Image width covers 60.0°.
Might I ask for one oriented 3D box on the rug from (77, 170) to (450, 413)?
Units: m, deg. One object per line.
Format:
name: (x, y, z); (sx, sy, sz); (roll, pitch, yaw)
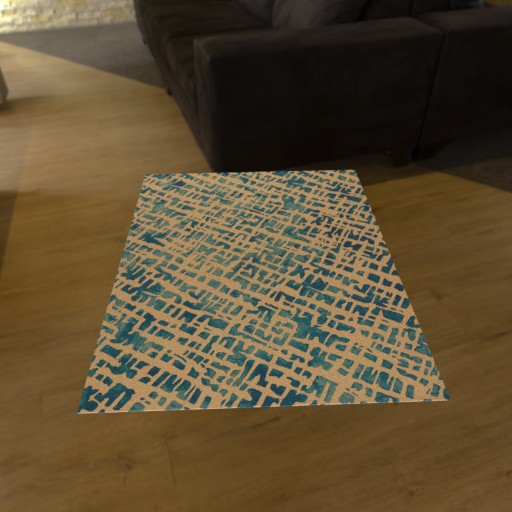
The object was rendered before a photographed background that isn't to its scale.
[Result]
rug: (0.000, 0.000, 4.008); (2.435, 0.007, 3.007); (-1, 40, -2)
